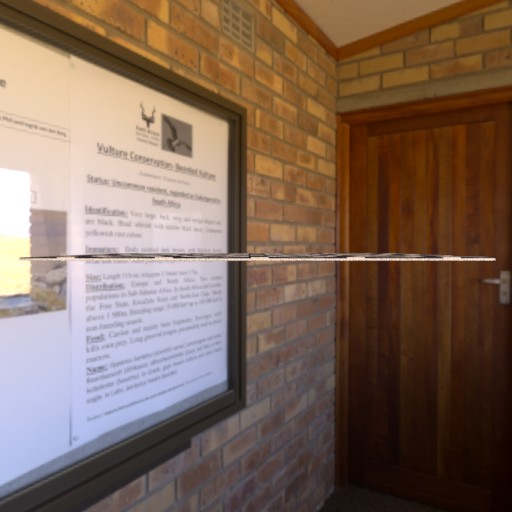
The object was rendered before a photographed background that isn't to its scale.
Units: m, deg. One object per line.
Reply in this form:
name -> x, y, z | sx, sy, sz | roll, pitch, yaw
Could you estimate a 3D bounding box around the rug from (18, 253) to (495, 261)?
rug -> 0.000, 0.000, 2.894 | 2.286, 0.016, 1.555 | 0, 1, -1
